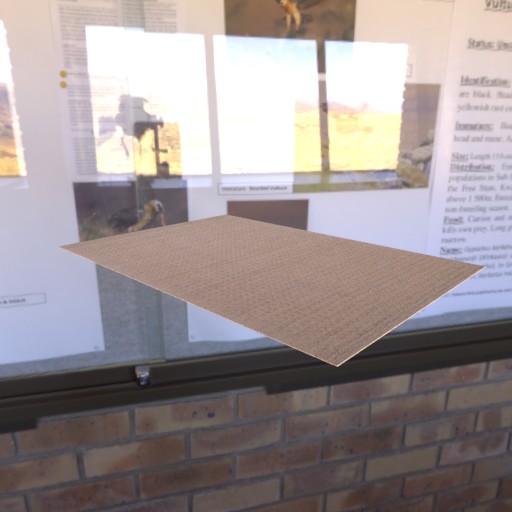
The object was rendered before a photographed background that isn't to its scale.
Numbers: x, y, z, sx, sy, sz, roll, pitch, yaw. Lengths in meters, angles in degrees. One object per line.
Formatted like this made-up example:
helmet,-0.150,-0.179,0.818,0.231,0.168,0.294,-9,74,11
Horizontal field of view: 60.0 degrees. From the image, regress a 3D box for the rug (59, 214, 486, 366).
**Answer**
rug,0.000,0.000,3.614,2.895,0.006,1.981,15,22,41
